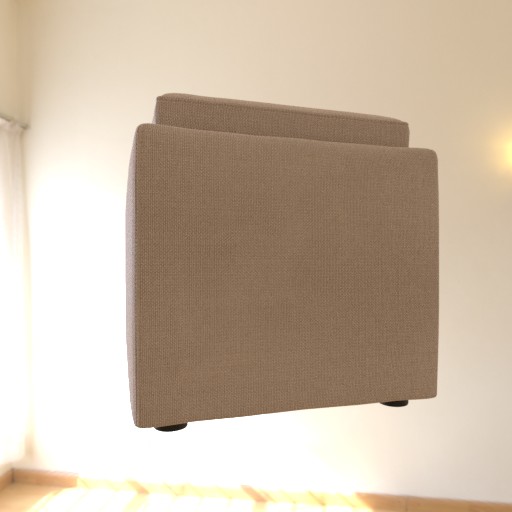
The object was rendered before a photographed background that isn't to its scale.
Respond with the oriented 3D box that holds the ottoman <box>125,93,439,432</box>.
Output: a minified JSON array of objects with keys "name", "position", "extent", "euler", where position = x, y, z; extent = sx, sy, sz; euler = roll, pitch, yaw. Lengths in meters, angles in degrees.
[{"name":"ottoman","position":[0.000,0.000,0.801],"extent":[0.451,0.460,0.450],"euler":[0,-1,-17]}]
